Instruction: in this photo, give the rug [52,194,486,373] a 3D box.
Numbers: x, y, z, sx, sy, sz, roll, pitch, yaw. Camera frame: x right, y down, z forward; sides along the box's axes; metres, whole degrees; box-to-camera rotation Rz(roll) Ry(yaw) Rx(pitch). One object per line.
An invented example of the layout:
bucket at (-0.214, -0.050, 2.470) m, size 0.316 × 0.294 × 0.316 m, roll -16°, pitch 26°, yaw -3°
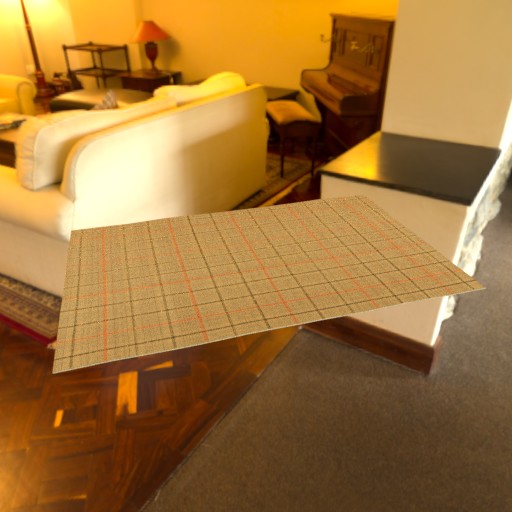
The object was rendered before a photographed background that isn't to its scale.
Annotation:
rug at (0.000, 0.000, 2.999) m, size 2.439 × 0.015 × 1.524 m, roll -9°, pitch 31°, yaw -14°
